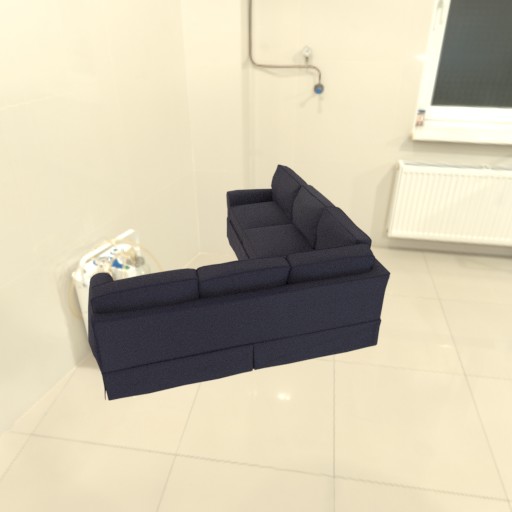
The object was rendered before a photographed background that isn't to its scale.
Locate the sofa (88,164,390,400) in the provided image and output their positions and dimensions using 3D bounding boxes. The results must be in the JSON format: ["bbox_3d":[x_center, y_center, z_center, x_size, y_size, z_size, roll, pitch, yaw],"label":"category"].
[{"bbox_3d":[0.000,0.000,5.026,2.874,1.169,3.773,8,32,13],"label":"sofa"}]
